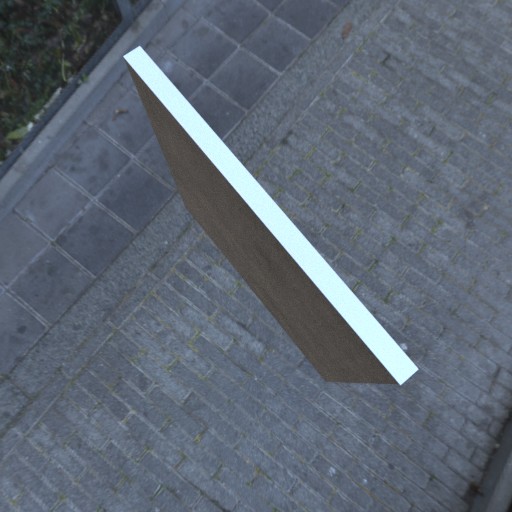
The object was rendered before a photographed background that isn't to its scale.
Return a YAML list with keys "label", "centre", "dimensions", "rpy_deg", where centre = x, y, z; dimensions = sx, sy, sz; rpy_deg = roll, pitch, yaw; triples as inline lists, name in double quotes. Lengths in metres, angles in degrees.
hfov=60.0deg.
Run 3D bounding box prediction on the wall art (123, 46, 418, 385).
- label: "wall art"
  centre: [0.000, 0.000, 0.673]
  dimensions: [0.023, 0.453, 0.455]
  rpy_deg: [-37, 78, -10]
